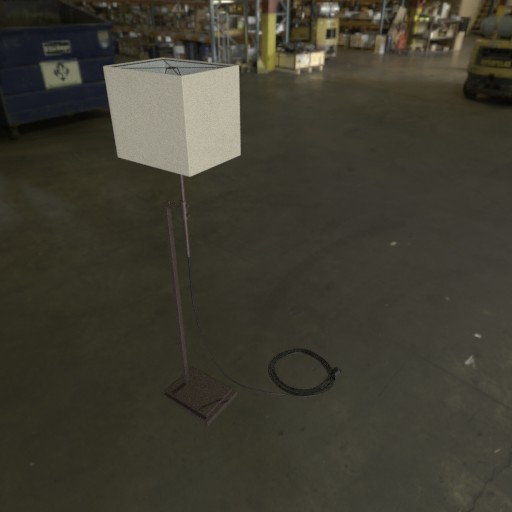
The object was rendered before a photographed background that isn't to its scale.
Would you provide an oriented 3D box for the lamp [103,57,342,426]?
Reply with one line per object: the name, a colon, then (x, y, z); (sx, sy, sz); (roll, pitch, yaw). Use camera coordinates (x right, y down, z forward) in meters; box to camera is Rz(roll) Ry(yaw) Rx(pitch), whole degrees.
lamp: (0.000, 0.000, 1.976); (0.698, 1.600, 0.774); (20, 36, 30)
